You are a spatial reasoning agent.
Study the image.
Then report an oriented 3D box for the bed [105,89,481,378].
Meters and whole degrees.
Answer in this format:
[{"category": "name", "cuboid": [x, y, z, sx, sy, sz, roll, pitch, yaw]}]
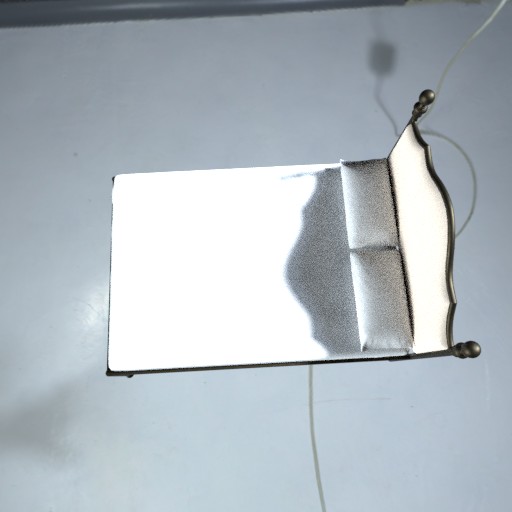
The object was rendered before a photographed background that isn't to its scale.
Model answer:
[{"category": "bed", "cuboid": [0.000, 0.000, 3.046, 2.170, 1.462, 1.533, -3, 75, -1]}]
